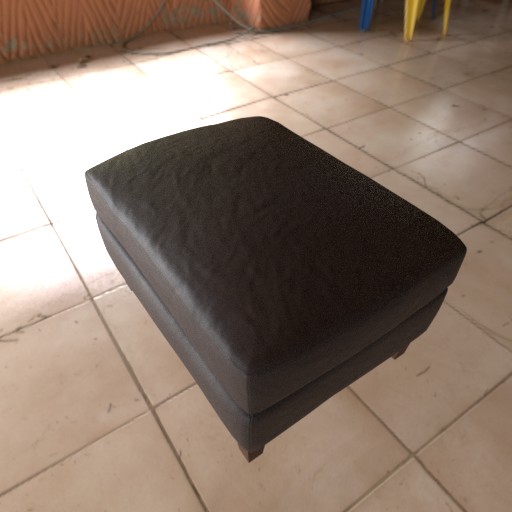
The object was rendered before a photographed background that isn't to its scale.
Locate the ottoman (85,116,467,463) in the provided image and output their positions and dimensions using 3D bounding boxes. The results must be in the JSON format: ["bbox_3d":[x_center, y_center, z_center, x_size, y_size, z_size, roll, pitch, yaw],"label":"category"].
[{"bbox_3d":[0.000,0.000,1.272,0.659,0.529,0.887,-25,48,-25],"label":"ottoman"}]
